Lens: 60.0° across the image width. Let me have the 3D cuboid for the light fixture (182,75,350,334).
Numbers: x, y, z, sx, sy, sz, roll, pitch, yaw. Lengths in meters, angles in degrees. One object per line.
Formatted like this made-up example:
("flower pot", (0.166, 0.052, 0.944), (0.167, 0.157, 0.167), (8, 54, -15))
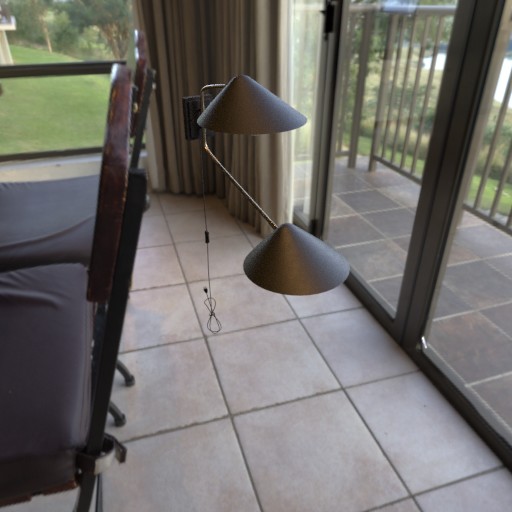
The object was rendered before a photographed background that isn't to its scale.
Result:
("light fixture", (0.000, 0.000, 0.883), (0.189, 0.665, 0.422), (-21, 37, -31))
